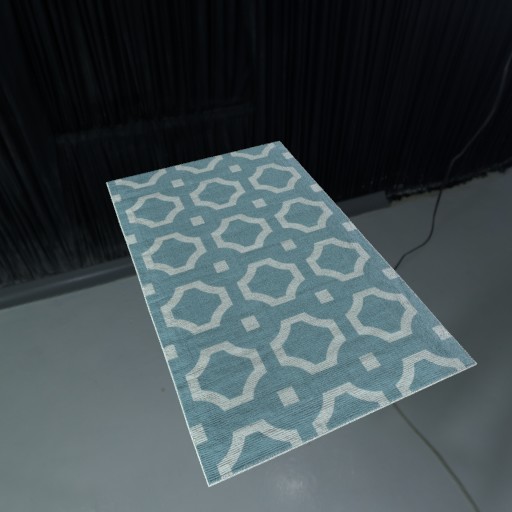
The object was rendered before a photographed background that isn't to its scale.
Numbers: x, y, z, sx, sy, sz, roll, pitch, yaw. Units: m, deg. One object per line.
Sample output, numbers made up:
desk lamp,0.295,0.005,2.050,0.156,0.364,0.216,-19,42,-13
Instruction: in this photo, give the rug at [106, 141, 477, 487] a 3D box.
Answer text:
rug,0.000,0.000,2.945,1.528,0.015,2.443,-17,48,-16
